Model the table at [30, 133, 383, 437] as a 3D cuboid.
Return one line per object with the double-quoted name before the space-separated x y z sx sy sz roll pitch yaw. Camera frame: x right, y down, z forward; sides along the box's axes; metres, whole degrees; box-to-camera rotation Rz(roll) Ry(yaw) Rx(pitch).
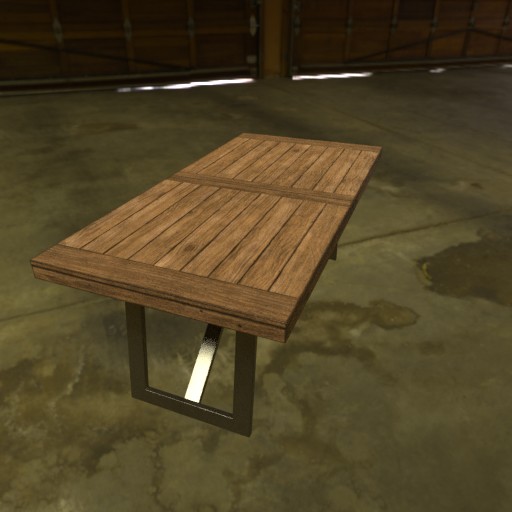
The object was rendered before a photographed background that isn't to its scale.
"table" 0.000 0.000 2.315 0.931 0.757 1.867 11 32 19
